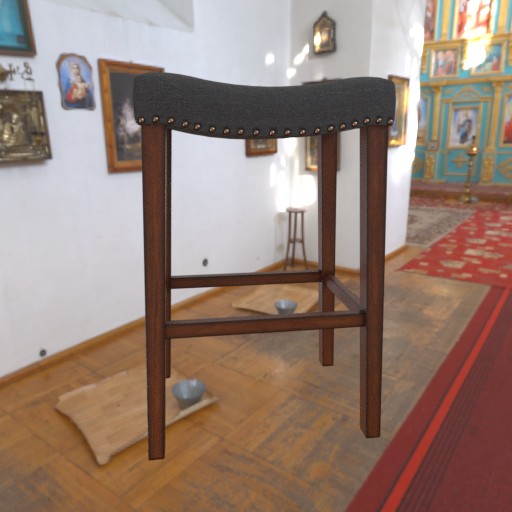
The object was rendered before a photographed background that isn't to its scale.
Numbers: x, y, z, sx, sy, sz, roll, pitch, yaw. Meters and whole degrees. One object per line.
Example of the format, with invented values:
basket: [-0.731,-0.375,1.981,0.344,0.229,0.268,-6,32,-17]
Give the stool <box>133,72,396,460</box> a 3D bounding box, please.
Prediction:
stool: [0.000,0.000,1.028,0.502,0.760,0.366,-2,15,-8]
